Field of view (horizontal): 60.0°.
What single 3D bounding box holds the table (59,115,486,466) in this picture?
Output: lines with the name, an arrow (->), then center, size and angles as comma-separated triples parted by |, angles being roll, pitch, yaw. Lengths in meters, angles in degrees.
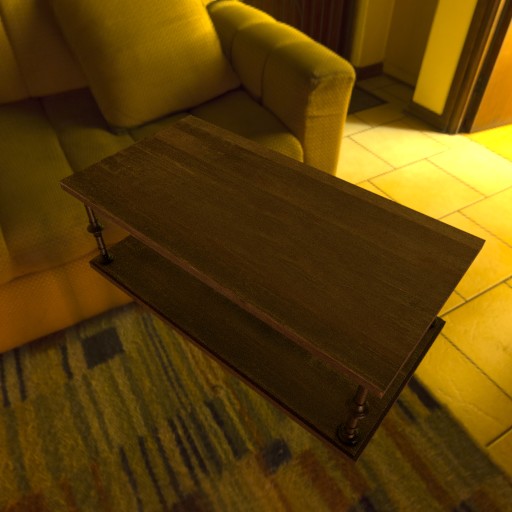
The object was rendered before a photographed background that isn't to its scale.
table -> 0.000, 0.000, 1.373 | 1.088, 0.373, 0.554 | 30, 52, 27
